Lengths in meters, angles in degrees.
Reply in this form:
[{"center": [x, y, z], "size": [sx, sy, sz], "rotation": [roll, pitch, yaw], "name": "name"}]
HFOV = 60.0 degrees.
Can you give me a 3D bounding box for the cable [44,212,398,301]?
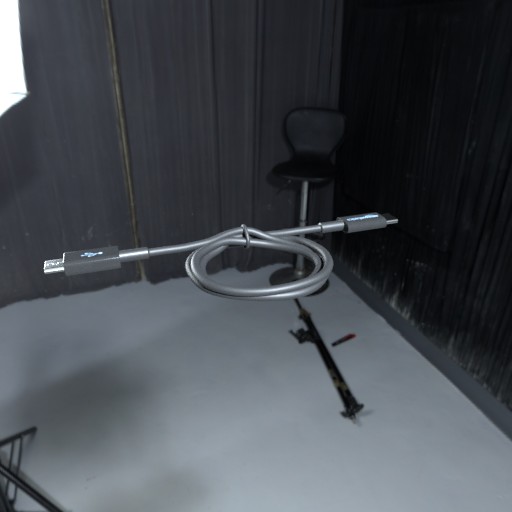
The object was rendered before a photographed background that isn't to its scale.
[{"center": [0.000, 0.000, 0.213], "size": [0.192, 0.014, 0.070], "rotation": [-9, 28, -17], "name": "cable"}]
